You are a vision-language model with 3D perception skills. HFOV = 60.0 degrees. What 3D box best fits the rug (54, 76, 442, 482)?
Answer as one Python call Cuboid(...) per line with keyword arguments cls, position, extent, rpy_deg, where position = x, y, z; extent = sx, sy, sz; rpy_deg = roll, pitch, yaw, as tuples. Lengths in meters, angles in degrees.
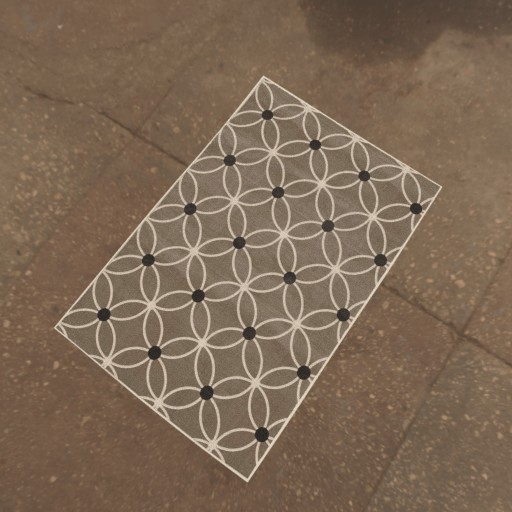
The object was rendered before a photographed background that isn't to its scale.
Cuboid(cls="rug", position=(0.000, 0.000, 2.916), extent=(1.522, 0.008, 2.284), rpy_deg=(35, 78, 8))
